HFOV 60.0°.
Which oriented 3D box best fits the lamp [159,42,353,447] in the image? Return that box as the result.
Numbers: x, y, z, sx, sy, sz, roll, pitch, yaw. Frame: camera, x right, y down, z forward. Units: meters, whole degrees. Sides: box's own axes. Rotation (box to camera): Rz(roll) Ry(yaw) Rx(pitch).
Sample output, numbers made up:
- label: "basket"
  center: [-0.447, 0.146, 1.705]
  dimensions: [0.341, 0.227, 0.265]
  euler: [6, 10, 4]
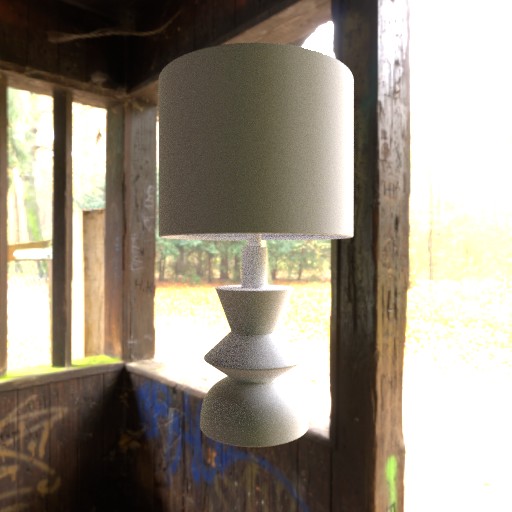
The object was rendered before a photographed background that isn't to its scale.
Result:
- label: "lamp"
  center: [0.000, 0.000, 0.702]
  dimensions: [0.301, 0.533, 0.301]
  euler: [0, 0, 18]
